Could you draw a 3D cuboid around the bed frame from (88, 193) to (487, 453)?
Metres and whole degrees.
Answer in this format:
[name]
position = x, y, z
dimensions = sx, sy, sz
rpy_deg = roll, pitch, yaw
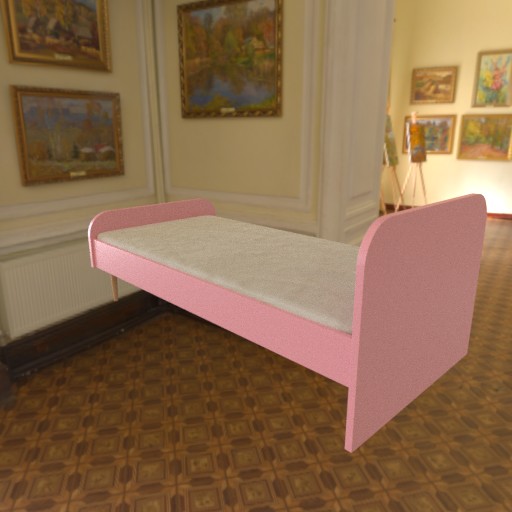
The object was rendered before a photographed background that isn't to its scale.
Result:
[bed frame]
position = 0.000, 0.000, 2.419
dimensions = 0.998, 0.805, 1.963
rpy_deg = -15, 22, -42
